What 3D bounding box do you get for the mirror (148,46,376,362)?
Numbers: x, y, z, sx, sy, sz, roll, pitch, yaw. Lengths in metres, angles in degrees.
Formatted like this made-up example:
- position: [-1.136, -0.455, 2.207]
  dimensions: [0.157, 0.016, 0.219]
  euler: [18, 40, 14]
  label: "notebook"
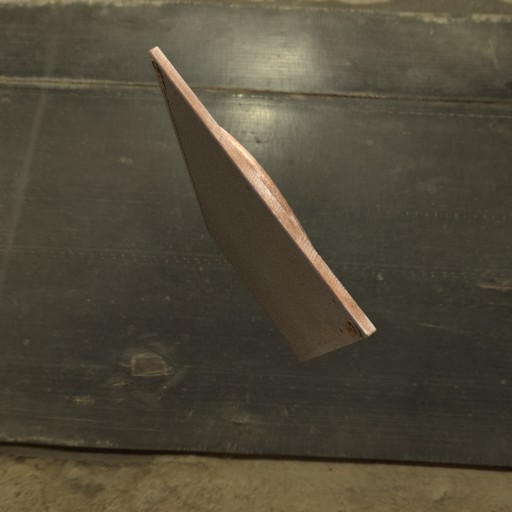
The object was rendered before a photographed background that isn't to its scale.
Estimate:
- position: [0.000, 0.000, 0.959]
  dimensions: [0.058, 0.787, 0.495]
  euler: [-34, 77, -9]
  label: "mirror"
